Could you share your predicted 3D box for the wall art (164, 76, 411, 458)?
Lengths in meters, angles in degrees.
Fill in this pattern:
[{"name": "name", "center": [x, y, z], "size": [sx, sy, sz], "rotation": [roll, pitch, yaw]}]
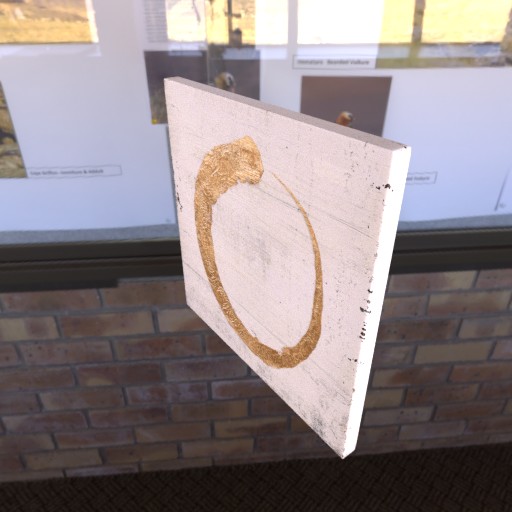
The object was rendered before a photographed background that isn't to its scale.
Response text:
[{"name": "wall art", "center": [0.000, 0.000, 0.912], "size": [0.040, 0.611, 0.610], "rotation": [-22, 38, -31]}]
